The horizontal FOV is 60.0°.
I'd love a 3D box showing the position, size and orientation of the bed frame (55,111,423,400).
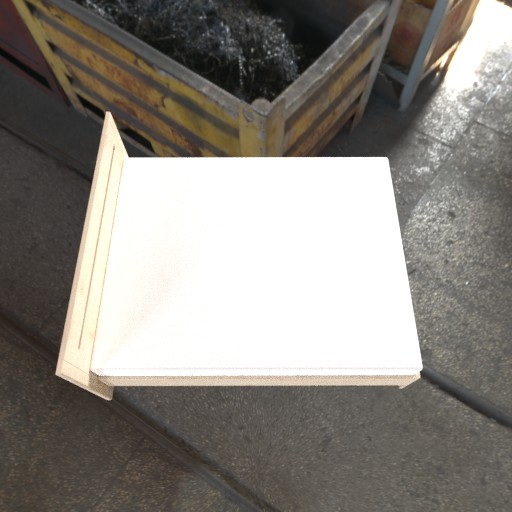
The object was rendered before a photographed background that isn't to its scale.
[{"bbox_3d":[0.000,0.000,3.091,2.080,0.900,1.800,0,64,0],"label":"bed frame"}]
